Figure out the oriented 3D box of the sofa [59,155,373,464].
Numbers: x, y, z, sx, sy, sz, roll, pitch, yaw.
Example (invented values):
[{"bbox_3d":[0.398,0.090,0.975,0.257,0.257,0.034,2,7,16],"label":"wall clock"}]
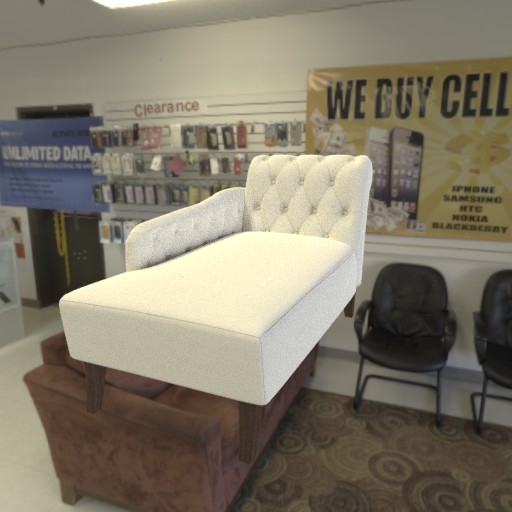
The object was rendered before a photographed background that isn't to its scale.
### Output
[{"bbox_3d":[0.000,0.000,1.775,0.675,0.787,1.379,6,14,24],"label":"sofa"}]
